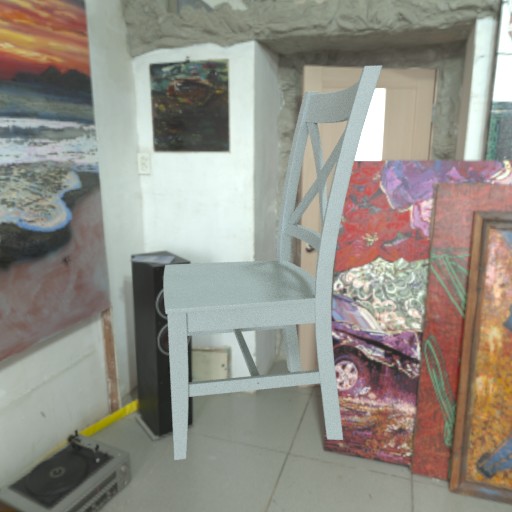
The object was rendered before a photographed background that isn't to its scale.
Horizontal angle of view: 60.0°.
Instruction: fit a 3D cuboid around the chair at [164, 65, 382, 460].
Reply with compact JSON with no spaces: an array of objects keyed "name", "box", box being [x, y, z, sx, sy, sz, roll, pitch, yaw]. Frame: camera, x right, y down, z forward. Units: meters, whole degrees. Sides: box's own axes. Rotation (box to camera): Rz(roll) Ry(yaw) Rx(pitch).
[{"name":"chair","box":[0.000,0.000,1.310,0.542,0.983,0.485,-3,13,-11]}]
